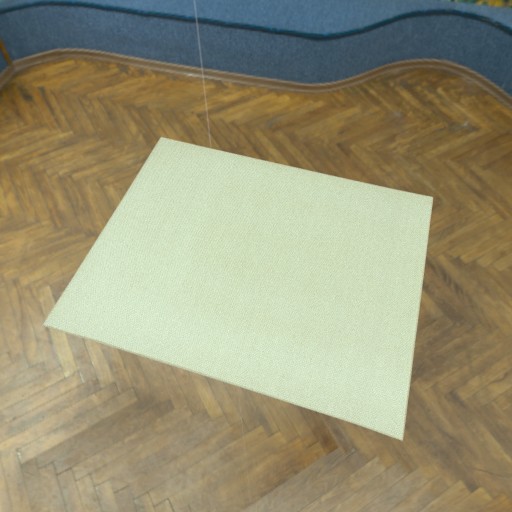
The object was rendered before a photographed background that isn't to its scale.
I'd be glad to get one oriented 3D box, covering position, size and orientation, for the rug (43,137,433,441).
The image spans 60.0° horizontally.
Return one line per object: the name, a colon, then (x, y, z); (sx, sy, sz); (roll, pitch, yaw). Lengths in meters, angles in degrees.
rug: (0.000, 0.000, 4.150); (3.039, 0.018, 2.462); (15, 58, 9)
